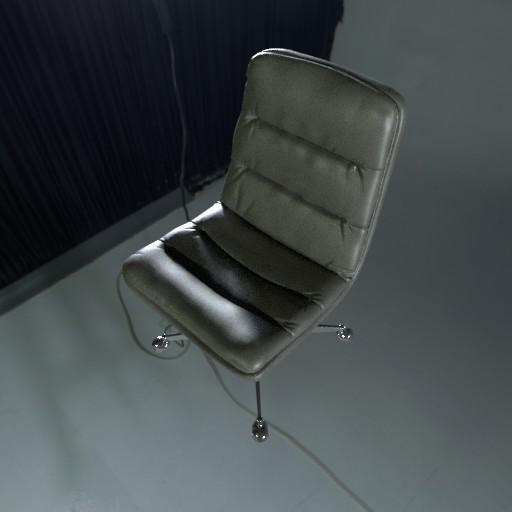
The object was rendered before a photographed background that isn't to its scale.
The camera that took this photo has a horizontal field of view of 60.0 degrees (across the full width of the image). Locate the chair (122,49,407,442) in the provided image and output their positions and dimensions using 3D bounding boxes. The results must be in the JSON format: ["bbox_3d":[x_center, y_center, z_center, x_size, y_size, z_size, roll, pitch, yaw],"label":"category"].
[{"bbox_3d":[0.000,0.000,1.014,0.422,0.738,0.485,33,56,26],"label":"chair"}]
